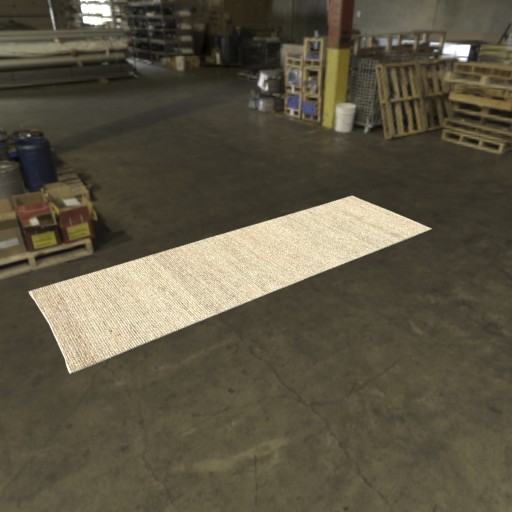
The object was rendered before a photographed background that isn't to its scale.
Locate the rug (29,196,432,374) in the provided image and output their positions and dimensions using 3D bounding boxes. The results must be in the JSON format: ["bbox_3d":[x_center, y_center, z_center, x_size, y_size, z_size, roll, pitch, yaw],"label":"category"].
[{"bbox_3d":[0.000,0.000,2.654,2.390,0.014,0.741,-19,34,-30],"label":"rug"}]
